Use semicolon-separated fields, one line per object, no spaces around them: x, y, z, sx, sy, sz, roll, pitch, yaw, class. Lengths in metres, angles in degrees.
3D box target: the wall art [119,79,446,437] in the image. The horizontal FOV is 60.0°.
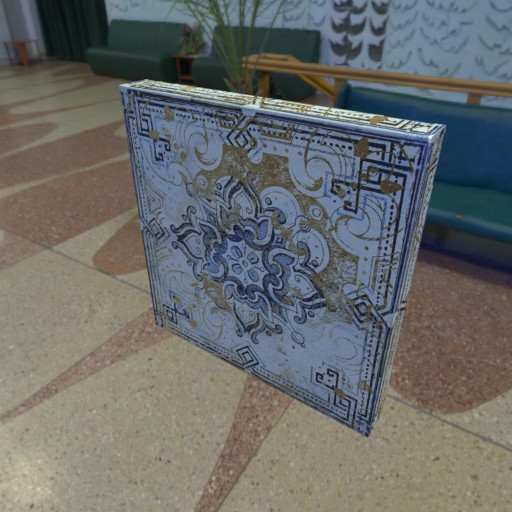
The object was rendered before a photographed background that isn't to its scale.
0.000;0.000;0.453;0.302;0.306;0.038;20;37;29;wall art
